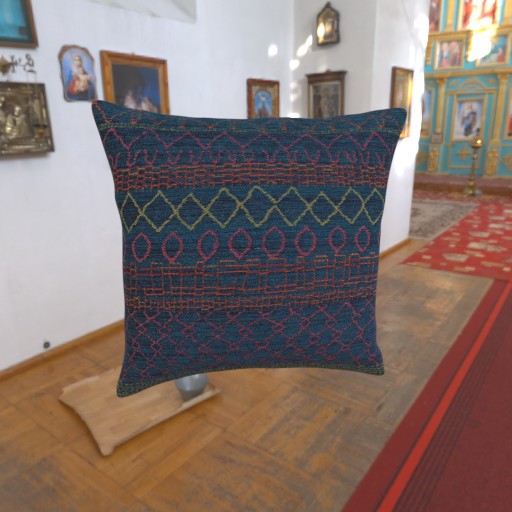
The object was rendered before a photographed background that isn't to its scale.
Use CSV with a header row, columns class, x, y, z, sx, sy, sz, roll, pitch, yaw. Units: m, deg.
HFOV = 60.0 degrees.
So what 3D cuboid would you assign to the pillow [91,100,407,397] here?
class,x,y,z,sx,sy,sz,roll,pitch,yaw
pillow,0.000,0.000,0.654,0.431,0.431,0.141,-2,15,-8
